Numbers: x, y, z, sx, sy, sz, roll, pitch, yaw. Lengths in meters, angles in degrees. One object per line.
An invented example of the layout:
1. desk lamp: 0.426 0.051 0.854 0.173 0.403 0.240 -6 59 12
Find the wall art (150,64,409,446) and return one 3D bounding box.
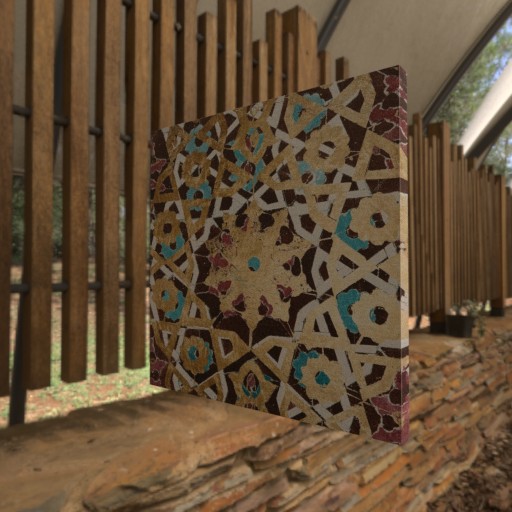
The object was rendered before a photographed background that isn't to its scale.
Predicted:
1. wall art: 0.000 0.000 0.910 0.609 0.613 0.041 -1 -2 37
